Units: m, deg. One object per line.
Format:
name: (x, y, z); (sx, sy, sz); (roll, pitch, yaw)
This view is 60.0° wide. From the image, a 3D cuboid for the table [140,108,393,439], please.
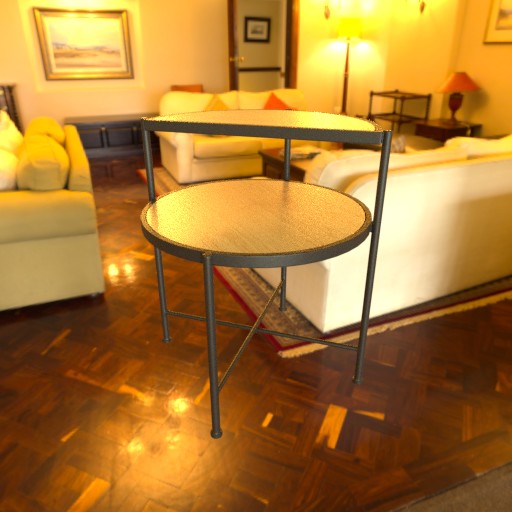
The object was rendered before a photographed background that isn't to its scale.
table: (0.000, 0.000, 1.183); (0.629, 0.684, 0.628); (8, 26, 17)
